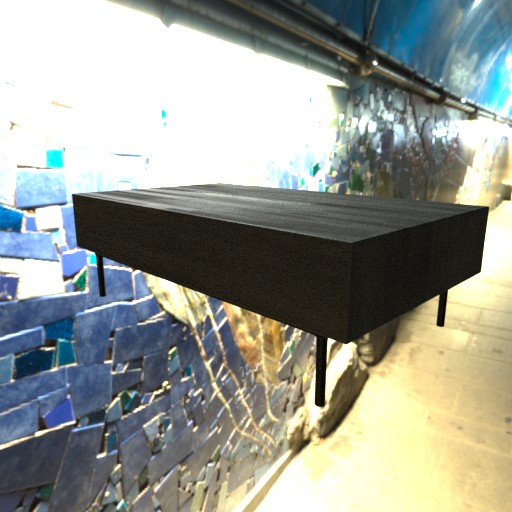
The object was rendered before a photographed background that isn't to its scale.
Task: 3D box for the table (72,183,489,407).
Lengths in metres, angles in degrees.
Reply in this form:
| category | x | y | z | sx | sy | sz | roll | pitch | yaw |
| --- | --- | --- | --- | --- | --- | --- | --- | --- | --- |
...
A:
| category | x | y | z | sx | sy | sz | roll | pitch | yaw |
| --- | --- | --- | --- | --- | --- | --- | --- | --- | --- |
| table | 0.000 | 0.000 | 1.354 | 0.643 | 0.347 | 1.088 | -13 | 19 | -43 |
